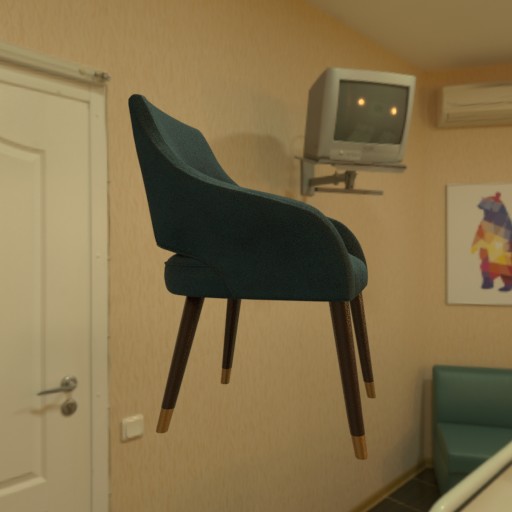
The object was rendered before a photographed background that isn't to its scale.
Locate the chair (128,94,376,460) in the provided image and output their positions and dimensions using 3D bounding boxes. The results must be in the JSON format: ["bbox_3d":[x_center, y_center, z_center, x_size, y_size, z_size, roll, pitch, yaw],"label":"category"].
[{"bbox_3d":[0.000,0.000,1.556,0.794,1.081,0.683,0,0,17],"label":"chair"}]
